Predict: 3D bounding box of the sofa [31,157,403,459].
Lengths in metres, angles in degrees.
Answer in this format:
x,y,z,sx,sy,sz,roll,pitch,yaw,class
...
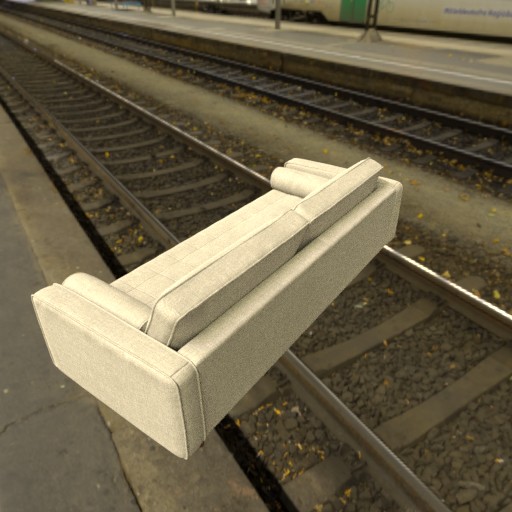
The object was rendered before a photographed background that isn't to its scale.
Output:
x,y,z,sx,sy,sz,roll,pitch,yaw,class
0.000,0.000,2.572,0.914,0.762,2.211,21,37,30,sofa
